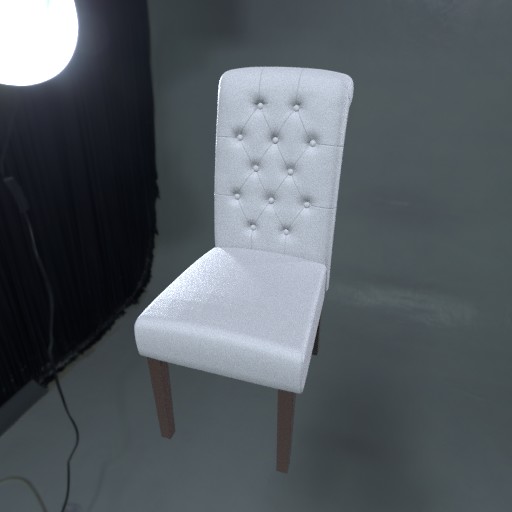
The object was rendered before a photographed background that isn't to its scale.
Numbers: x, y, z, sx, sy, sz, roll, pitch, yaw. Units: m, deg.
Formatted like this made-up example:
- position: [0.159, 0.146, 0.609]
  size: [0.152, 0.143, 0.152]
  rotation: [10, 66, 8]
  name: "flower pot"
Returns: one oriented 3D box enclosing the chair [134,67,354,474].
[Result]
- position: [0.000, 0.000, 1.340]
  size: [0.456, 1.006, 0.671]
  rotation: [9, 30, 16]
  name: "chair"
